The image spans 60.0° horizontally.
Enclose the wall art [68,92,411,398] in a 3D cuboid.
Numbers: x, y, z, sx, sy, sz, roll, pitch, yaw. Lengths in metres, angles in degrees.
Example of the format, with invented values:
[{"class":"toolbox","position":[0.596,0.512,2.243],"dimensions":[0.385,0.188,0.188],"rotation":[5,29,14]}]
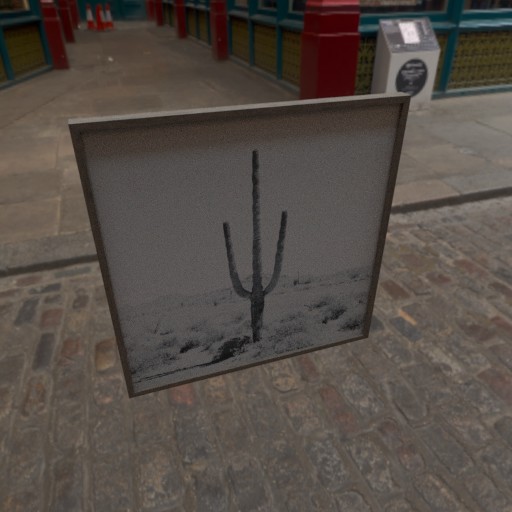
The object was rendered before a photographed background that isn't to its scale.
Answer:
[{"class":"wall art","position":[0.000,0.000,1.157],"dimensions":[0.762,0.762,0.038],"rotation":[-10,33,-16]}]
